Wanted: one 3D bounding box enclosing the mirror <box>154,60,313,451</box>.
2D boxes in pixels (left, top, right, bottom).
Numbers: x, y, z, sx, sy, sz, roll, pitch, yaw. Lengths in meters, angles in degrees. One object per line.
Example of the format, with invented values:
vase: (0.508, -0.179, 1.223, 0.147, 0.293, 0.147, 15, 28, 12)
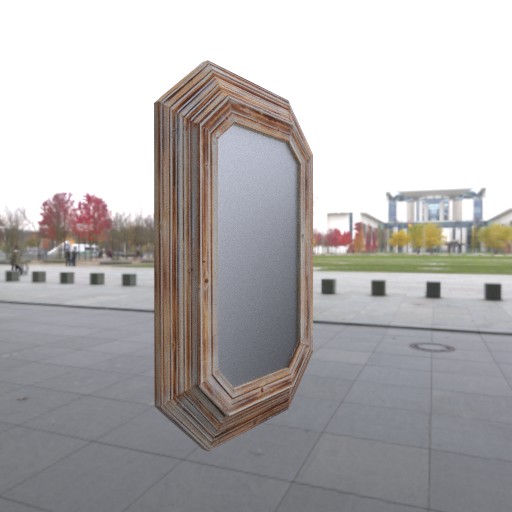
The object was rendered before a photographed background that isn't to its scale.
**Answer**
mirror: (0.000, 0.000, 1.296, 0.061, 1.015, 0.709, 1, 1, 37)
